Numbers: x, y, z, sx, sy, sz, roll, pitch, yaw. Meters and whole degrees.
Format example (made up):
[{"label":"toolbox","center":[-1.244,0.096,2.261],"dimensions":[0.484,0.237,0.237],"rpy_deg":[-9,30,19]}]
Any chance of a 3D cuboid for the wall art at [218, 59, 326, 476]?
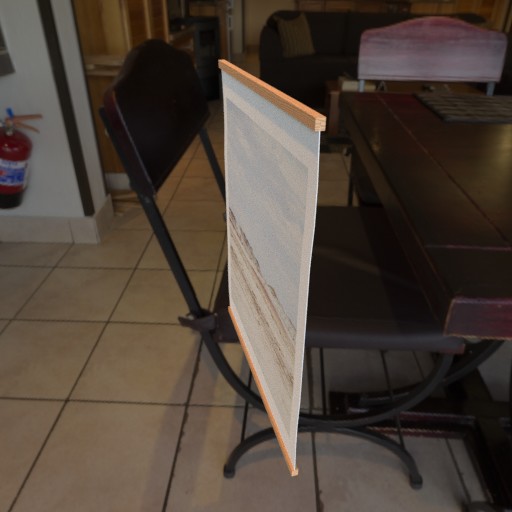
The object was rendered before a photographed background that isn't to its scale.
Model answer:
[{"label":"wall art","center":[0.000,0.000,0.678],"dimensions":[0.010,0.507,0.404],"rpy_deg":[-8,32,-14]}]
